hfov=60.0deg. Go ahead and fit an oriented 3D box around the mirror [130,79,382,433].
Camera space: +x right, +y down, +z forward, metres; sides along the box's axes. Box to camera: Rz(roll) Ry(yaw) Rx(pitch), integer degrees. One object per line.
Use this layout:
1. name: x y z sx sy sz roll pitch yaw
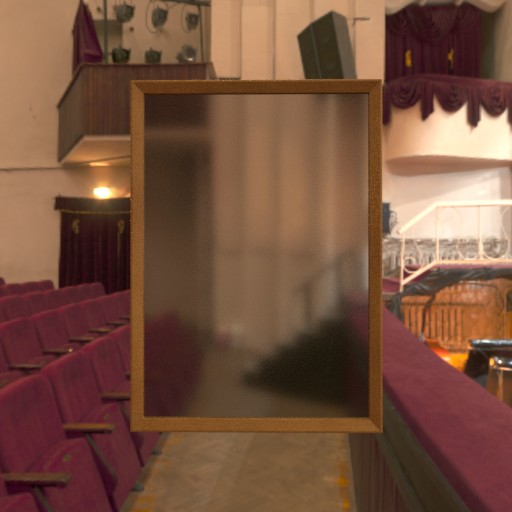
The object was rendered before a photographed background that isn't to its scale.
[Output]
1. mirror: 0.000 0.000 0.911 0.507 0.710 0.039 0 0 1
